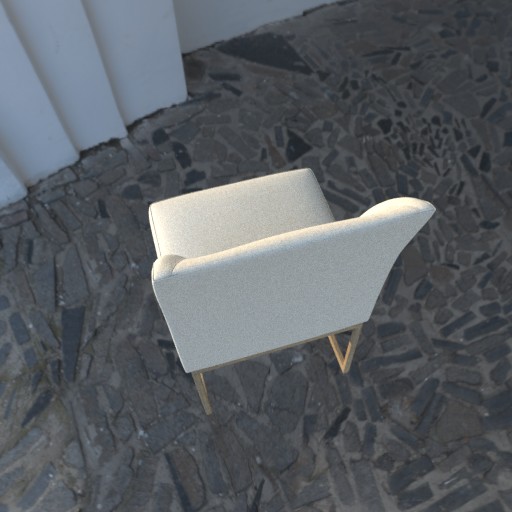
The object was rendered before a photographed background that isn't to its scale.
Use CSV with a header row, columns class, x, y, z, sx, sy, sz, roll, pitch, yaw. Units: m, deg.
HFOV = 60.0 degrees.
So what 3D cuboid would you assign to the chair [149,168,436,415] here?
class,x,y,z,sx,sy,sz,roll,pitch,yaw
chair,0.000,0.000,1.172,0.508,0.863,0.522,-14,60,-8
